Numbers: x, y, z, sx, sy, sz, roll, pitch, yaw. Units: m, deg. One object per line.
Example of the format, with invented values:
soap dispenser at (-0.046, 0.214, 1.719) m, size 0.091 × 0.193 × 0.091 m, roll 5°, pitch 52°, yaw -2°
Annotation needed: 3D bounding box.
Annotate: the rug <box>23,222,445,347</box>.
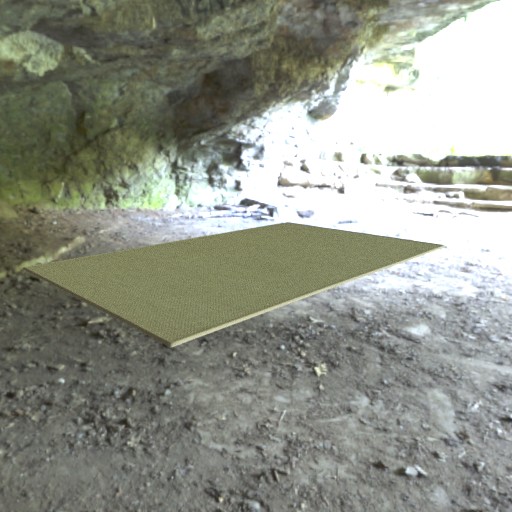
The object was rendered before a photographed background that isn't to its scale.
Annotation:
rug at (0.000, 0.000, 2.047) m, size 1.067 × 0.013 × 1.676 m, roll 13°, pitch 19°, yaw 43°
